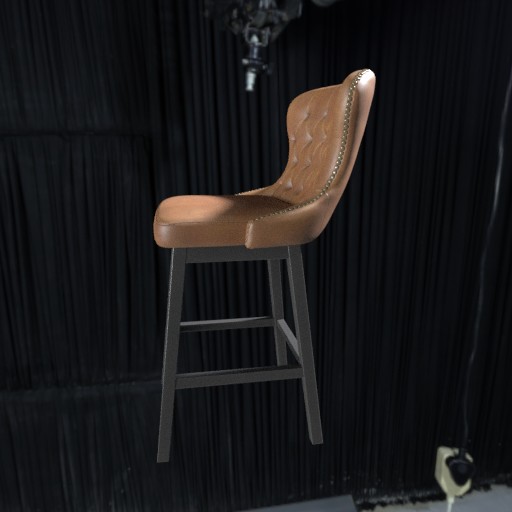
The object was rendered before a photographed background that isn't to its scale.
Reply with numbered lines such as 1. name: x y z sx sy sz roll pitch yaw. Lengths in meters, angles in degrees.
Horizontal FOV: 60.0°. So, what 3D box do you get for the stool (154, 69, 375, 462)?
1. stool: 0.000 0.000 1.283 0.593 0.971 0.528 -2 14 -10
